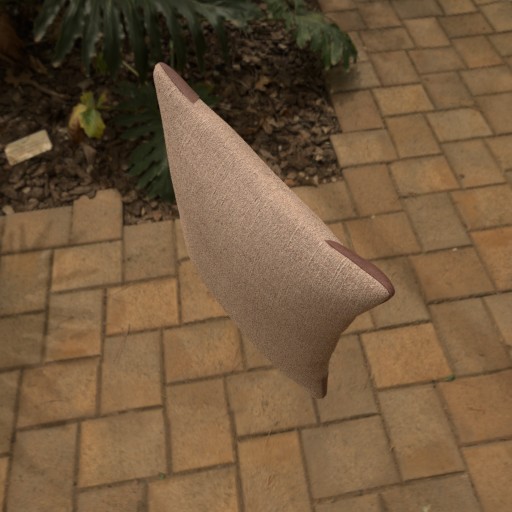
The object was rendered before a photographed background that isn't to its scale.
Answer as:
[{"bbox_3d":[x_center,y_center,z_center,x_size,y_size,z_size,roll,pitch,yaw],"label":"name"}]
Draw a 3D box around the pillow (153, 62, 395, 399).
[{"bbox_3d":[0.000,0.000,0.691,0.147,0.448,0.437,-34,64,-19],"label":"pillow"}]
